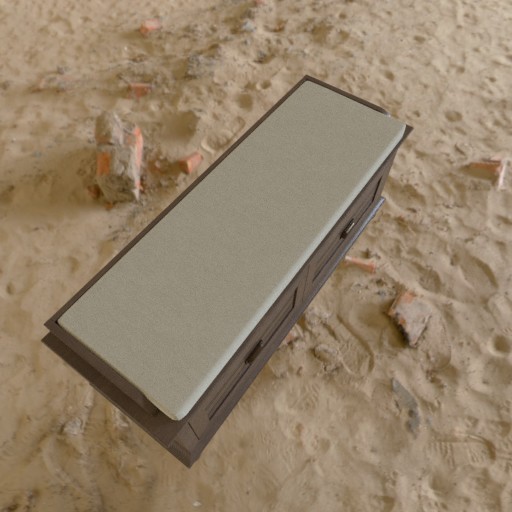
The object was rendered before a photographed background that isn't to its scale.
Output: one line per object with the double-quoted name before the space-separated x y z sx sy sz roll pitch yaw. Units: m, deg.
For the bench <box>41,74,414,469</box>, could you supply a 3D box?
"bench" 0.000 0.000 1.410 0.402 0.501 1.185 32 63 18
